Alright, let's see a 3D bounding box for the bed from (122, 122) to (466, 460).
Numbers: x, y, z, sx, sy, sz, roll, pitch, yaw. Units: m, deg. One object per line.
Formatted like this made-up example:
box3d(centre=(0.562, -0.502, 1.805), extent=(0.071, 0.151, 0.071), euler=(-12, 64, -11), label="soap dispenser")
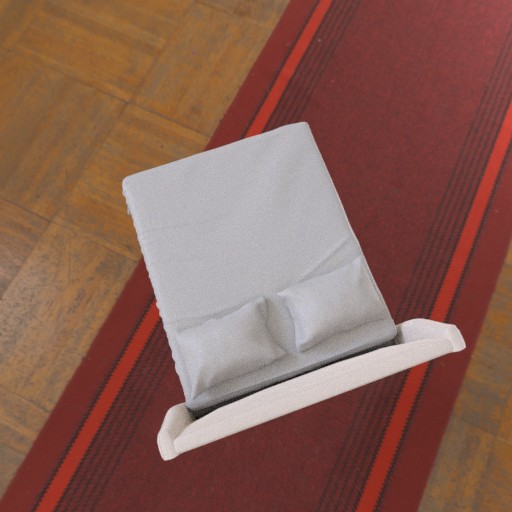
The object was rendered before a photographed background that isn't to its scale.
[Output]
box3d(centre=(0.000, 0.000, 3.475), extent=(1.925, 1.332, 2.276), euler=(-19, 75, -5), label="bed")
